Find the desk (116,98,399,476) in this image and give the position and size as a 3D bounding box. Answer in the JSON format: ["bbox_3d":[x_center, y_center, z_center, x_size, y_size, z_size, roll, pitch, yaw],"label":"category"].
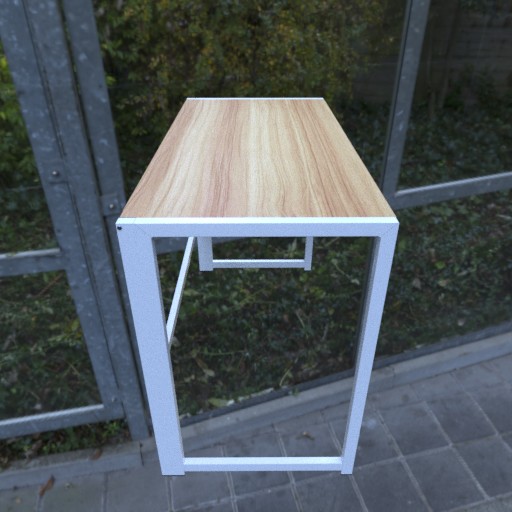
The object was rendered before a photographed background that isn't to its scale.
[{"bbox_3d":[0.000,0.000,1.420,0.508,0.762,1.016,0,32,0],"label":"desk"}]
